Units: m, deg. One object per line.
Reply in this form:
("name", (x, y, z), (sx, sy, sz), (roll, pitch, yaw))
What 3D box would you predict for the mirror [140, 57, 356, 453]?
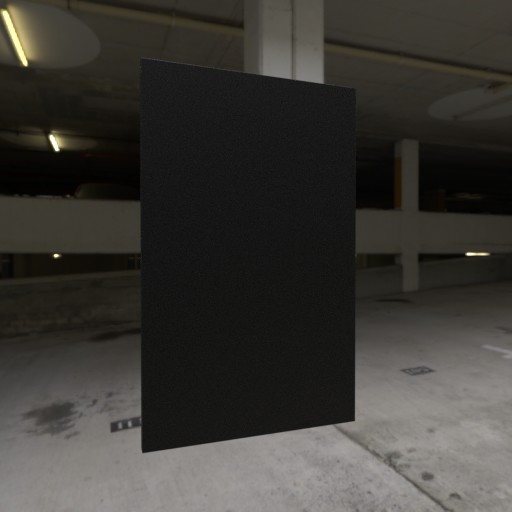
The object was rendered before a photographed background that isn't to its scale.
("mirror", (0.000, 0.000, 1.512), (0.762, 1.219, 0.038), (0, 1, -20))
